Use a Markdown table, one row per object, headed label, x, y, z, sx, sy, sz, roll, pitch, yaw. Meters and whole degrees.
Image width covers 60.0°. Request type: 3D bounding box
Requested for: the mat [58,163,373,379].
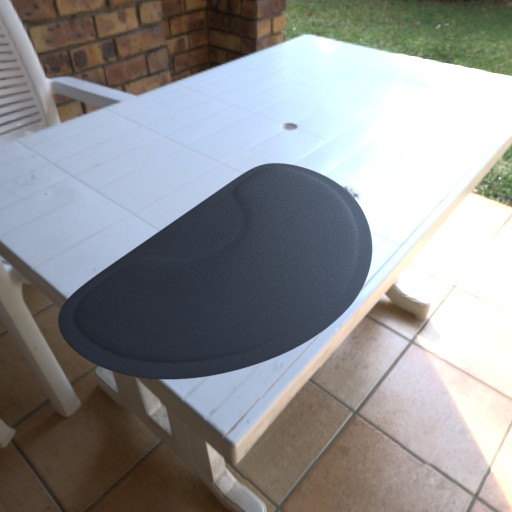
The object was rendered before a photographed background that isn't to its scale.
| label | x | y | z | sx | sy | sz | roll | pitch | yaw |
| --- | --- | --- | --- | --- | --- | --- | --- | --- | --- |
| mat | 0.000 | 0.000 | 1.884 | 0.913 | 0.013 | 1.524 | 25 | 47 | 26 |
